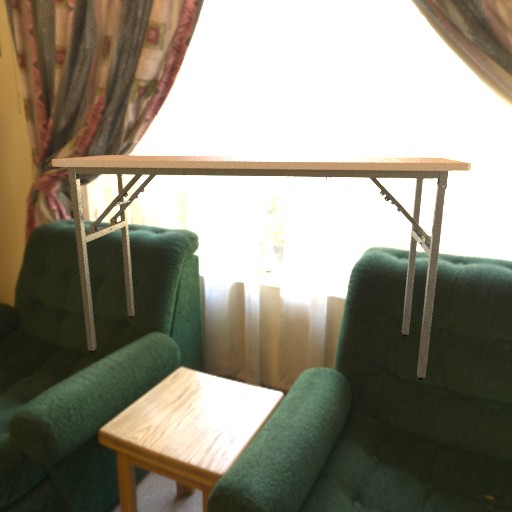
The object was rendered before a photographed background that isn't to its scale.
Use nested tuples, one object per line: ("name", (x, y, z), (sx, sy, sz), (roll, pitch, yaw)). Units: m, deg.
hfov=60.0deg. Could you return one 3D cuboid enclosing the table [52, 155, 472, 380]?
("table", (0.000, 0.000, 1.741), (1.397, 0.750, 0.446), (2, 15, 9))
